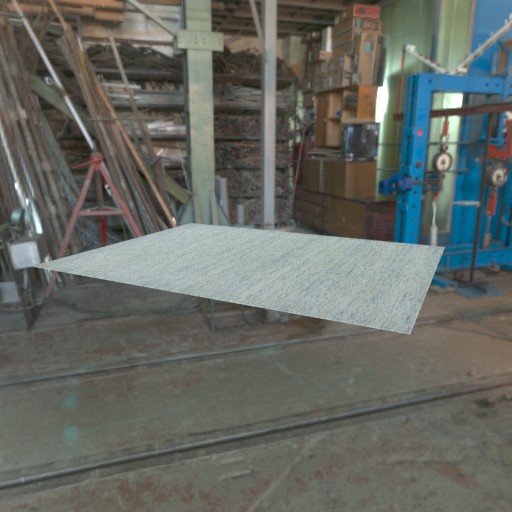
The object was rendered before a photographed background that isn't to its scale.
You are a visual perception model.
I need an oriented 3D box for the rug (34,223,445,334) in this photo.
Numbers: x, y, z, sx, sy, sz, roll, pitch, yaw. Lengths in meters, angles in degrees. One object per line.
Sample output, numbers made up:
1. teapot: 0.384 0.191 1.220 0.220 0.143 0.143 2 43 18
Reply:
1. rug: 0.000 0.000 4.285 3.197 0.006 2.438 7 16 26
